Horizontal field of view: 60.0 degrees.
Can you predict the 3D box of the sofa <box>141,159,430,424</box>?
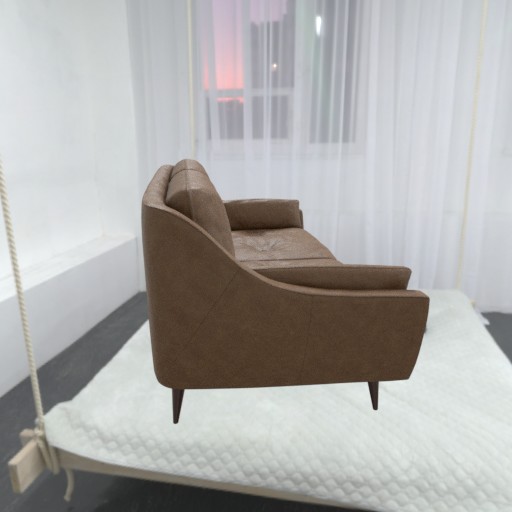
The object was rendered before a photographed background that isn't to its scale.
[{"bbox_3d":[0.000,0.000,2.246,0.981,0.886,1.731,-3,16,-9],"label":"sofa"}]
